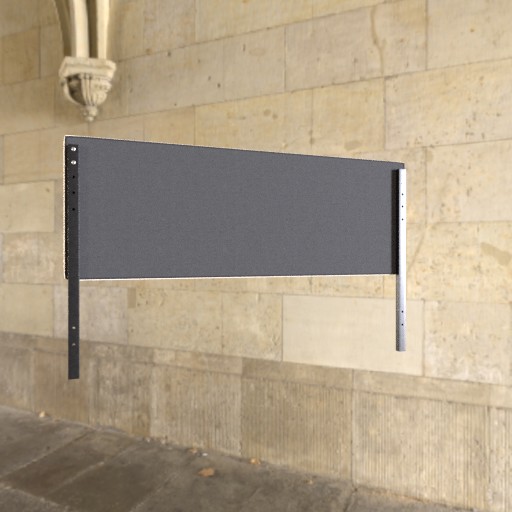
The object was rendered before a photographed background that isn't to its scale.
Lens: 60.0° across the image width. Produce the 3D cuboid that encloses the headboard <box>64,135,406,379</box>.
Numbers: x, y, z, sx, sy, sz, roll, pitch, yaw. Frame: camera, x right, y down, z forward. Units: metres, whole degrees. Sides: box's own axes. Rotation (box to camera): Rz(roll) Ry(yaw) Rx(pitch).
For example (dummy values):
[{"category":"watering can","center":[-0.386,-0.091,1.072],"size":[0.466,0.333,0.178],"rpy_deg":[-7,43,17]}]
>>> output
[{"category":"headboard","center":[0.000,0.000,2.957],"size":[2.362,1.410,0.120],"rpy_deg":[0,0,-19]}]
